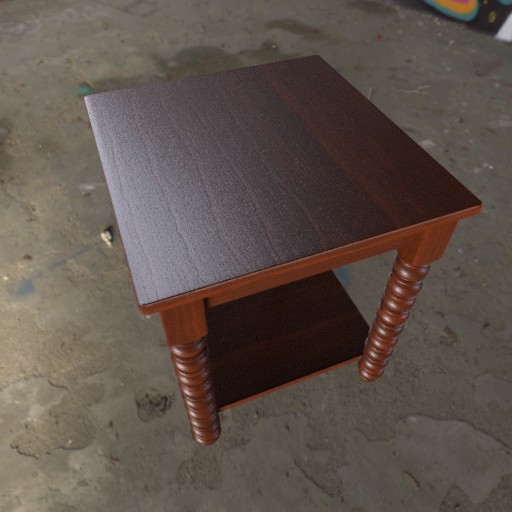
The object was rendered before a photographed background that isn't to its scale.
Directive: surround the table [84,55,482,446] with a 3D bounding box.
[{"bbox_3d":[0.000,0.000,0.949,0.500,0.567,0.533,-16,50,-14],"label":"table"}]
